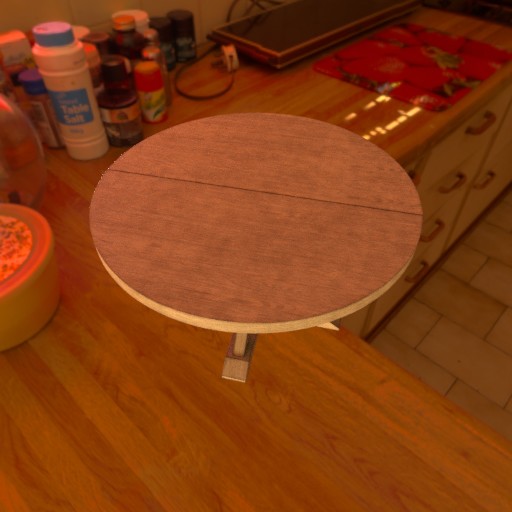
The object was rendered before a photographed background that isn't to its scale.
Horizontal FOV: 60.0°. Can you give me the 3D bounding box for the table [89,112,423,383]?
[{"bbox_3d":[0.000,0.000,2.147,1.363,0.781,1.363,0,45,0],"label":"table"}]
